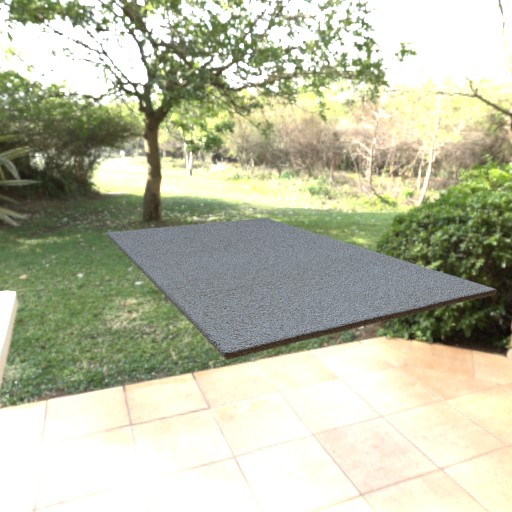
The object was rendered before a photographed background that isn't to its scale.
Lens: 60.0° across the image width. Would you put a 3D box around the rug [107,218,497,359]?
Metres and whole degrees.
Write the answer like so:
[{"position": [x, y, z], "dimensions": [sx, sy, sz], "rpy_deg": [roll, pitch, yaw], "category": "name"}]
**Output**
[{"position": [0.000, 0.000, 2.968], "dimensions": [1.524, 0.030, 2.438], "rpy_deg": [-8, 16, -27], "category": "rug"}]
